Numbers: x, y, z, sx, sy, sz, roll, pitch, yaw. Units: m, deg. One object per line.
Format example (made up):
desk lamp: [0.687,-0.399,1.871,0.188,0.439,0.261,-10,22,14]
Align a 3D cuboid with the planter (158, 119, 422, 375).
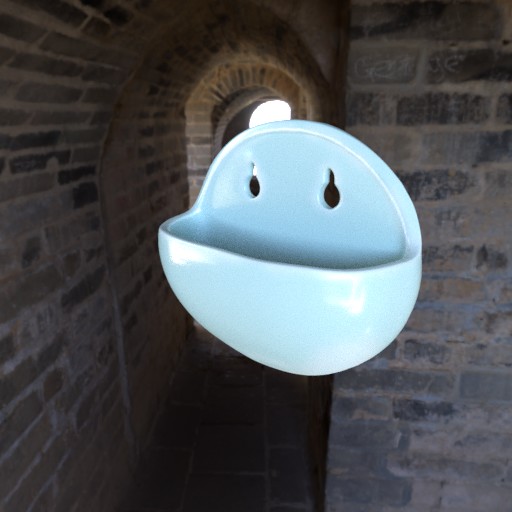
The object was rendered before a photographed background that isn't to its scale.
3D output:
planter: [0.000,0.000,0.276,0.189,0.164,0.073,15,22,41]
